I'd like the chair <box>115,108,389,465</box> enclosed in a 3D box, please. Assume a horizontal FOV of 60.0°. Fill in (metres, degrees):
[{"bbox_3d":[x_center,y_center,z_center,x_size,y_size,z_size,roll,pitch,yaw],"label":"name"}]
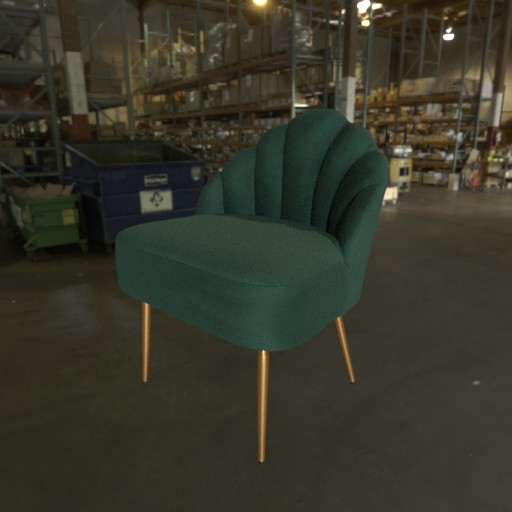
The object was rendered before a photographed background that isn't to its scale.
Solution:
[{"bbox_3d":[0.000,0.000,1.257,0.657,0.819,0.599,14,21,43],"label":"chair"}]
